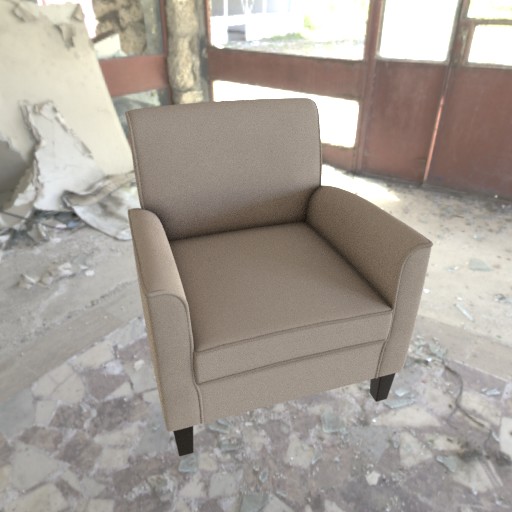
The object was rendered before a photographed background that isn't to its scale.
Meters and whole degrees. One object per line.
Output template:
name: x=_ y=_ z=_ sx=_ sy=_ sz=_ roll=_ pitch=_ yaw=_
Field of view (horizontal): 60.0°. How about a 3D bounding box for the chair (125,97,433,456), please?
chair: x=0.000 y=0.000 z=1.568 sx=0.820 sy=0.915 sz=0.820 roll=-9 pitch=32 yaw=-15
